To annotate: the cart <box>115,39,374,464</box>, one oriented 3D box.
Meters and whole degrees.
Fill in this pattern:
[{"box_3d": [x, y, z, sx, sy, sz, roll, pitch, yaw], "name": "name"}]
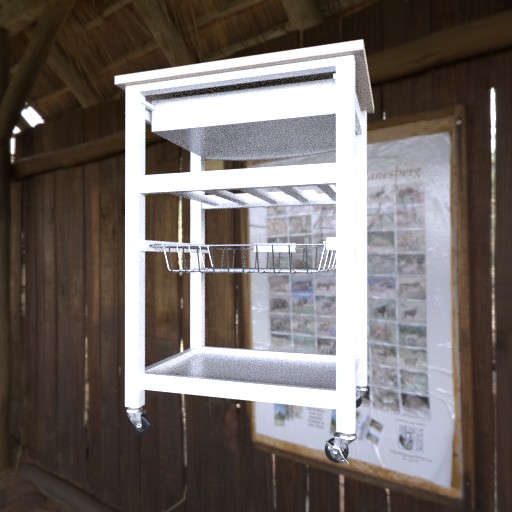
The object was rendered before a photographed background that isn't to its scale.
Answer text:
[{"box_3d": [0.000, 0.000, 1.159, 0.578, 0.857, 0.406, 0, 0, 18], "name": "cart"}]
